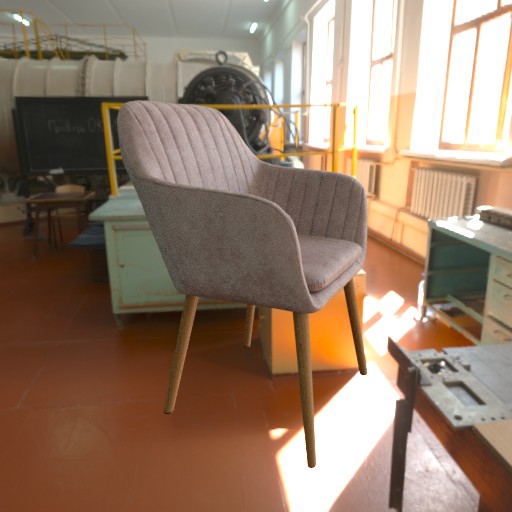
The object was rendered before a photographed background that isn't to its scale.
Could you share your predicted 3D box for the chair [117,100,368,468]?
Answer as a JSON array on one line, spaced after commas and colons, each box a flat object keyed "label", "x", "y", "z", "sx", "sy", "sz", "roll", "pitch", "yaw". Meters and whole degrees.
[{"label": "chair", "x": 0.000, "y": 0.000, "z": 1.248, "sx": 0.570, "sy": 0.832, "sz": 0.610, "roll": 8, "pitch": 18, "yaw": 27}]
